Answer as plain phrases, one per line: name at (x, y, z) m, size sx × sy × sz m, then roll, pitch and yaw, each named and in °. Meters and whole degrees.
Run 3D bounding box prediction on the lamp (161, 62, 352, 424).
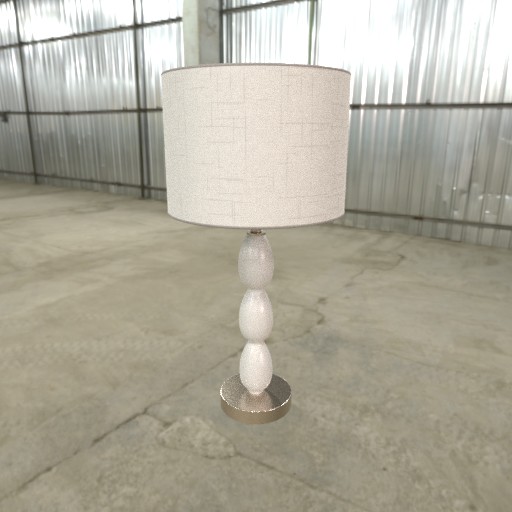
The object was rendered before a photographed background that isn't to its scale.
lamp at (0.000, 0.000, 0.738) m, size 0.280 × 0.559 × 0.282 m, roll -8°, pitch 18°, yaw -26°
